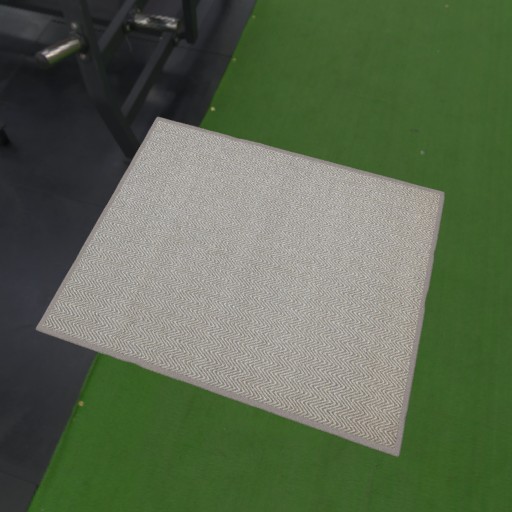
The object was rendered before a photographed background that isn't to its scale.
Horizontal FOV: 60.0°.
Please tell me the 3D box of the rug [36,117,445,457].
[{"bbox_3d":[0.000,0.000,3.936,3.007,0.032,2.434,17,65,8],"label":"rug"}]
